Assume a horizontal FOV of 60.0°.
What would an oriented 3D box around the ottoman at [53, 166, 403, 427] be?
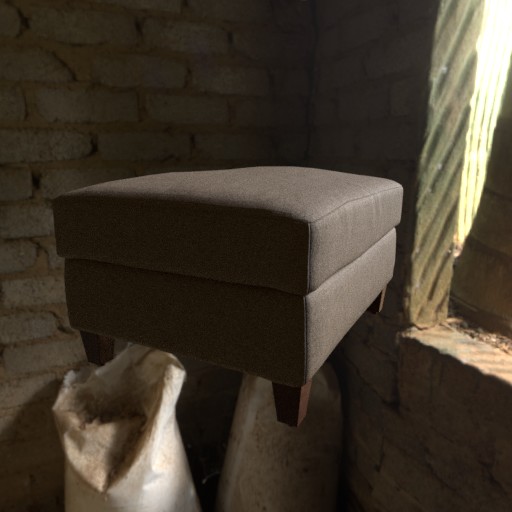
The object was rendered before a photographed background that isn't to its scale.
[{"bbox_3d":[0.000,0.000,1.323,0.692,0.511,0.889,7,15,27],"label":"ottoman"}]
